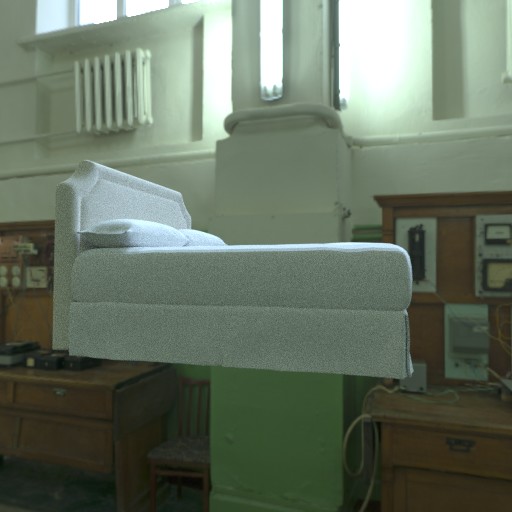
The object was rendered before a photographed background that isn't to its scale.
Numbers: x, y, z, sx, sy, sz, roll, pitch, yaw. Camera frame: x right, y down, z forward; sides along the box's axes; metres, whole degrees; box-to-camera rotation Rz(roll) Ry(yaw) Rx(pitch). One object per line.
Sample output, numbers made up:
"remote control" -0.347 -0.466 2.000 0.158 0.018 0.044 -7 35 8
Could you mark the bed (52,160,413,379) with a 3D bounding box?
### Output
"bed" 0.000 0.000 3.905 2.548 1.524 2.134 -1 -2 18
